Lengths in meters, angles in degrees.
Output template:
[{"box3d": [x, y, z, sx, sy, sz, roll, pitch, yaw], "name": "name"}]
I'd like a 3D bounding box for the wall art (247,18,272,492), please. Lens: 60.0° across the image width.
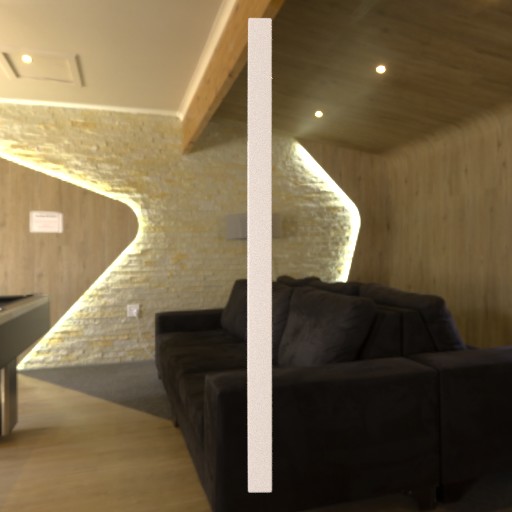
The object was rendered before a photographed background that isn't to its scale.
[{"box3d": [0.000, 0.000, 0.745, 0.028, 0.556, 0.454, 0, -1, -1], "name": "wall art"}]
